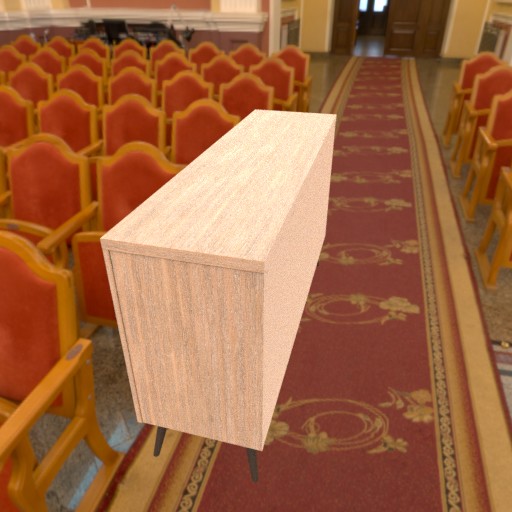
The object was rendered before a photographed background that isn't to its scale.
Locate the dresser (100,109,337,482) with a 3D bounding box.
[{"bbox_3d":[0.000,0.000,1.967,0.457,0.914,1.524,8,32,13],"label":"dresser"}]
